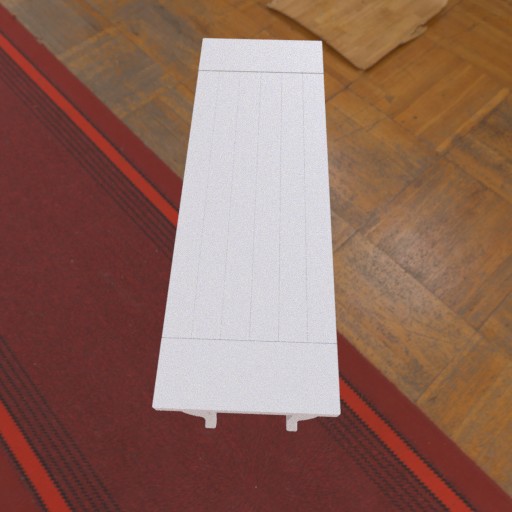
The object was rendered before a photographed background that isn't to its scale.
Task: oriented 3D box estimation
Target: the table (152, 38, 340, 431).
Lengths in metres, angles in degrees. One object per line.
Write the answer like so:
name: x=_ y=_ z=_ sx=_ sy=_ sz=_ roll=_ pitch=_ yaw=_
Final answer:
table: x=0.000 y=0.000 z=1.423 sx=0.373 sy=0.768 sz=1.062 roll=2 pitch=62 yaw=1
